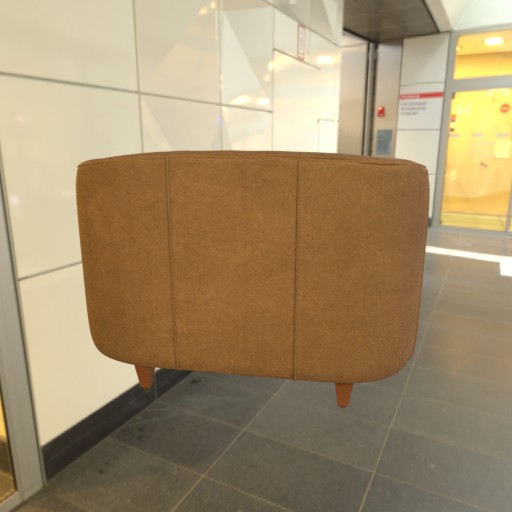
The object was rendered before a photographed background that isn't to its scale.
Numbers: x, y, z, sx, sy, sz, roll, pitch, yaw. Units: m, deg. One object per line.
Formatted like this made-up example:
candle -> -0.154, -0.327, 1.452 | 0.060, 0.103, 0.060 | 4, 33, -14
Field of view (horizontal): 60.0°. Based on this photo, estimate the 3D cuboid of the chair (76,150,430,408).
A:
chair -> 0.000, 0.000, 1.677 | 1.118, 0.787, 0.914 | 2, 14, 8
